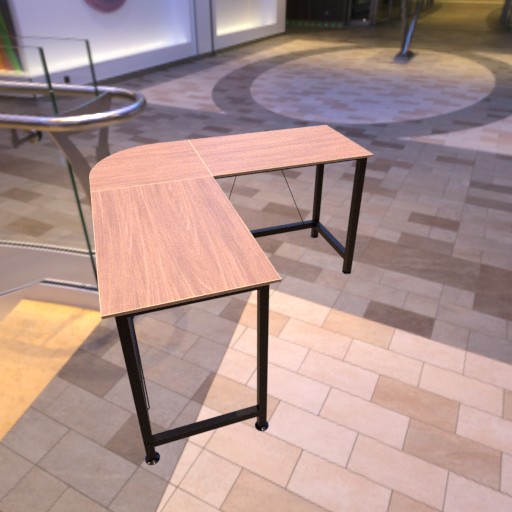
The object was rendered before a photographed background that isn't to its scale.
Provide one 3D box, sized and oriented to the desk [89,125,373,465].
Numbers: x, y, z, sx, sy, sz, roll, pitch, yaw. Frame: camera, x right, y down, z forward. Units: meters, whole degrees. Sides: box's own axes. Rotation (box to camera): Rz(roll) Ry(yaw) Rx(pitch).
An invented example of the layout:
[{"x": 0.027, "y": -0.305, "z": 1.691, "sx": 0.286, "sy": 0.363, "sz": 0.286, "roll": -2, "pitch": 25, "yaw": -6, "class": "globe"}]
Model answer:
[{"x": 0.000, "y": 0.000, "z": 2.187, "sx": 1.400, "sy": 0.762, "sz": 1.400, "roll": -11, "pitch": 35, "yaw": -16, "class": "desk"}]
